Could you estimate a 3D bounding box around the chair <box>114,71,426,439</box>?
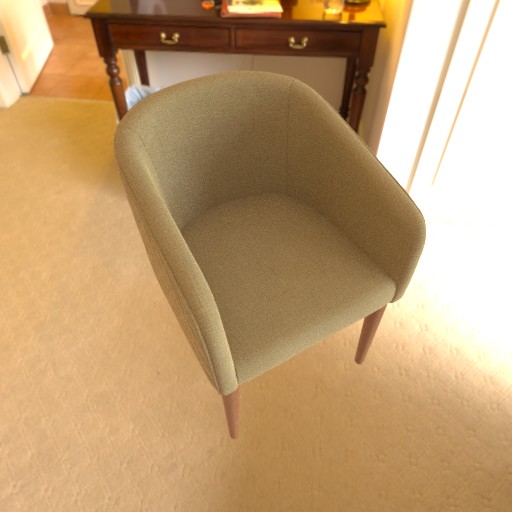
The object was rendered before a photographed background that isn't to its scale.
[{"bbox_3d":[0.000,0.000,1.220,0.584,0.775,0.616,-24,51,-21],"label":"chair"}]
